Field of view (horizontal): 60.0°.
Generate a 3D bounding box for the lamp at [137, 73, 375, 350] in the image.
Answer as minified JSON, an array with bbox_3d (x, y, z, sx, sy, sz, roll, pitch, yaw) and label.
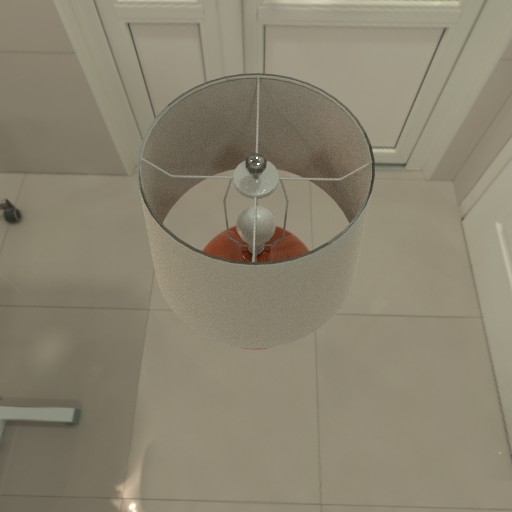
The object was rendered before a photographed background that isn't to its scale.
[{"bbox_3d":[0.000,0.000,0.557,0.247,0.387,0.247,0,64,0],"label":"lamp"}]
